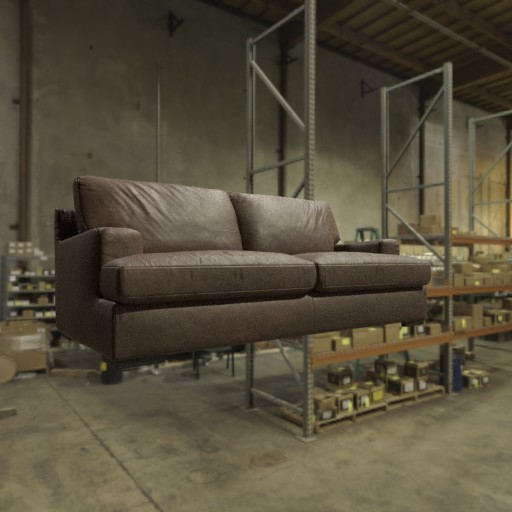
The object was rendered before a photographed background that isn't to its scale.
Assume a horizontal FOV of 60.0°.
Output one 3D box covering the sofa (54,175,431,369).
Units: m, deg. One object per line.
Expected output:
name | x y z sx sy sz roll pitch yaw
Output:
sofa | 0.000 0.000 2.848 2.261 0.941 1.143 0 0 -36
